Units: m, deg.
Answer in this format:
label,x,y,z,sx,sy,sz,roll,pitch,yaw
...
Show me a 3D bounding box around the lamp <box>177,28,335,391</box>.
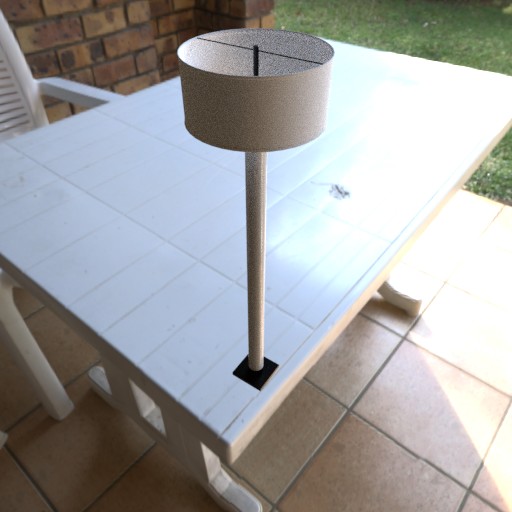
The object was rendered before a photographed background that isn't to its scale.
label,x,y,z,sx,sy,sz,roll,pitch,yaw
lamp,0.000,0.000,1.658,0.420,1.475,0.420,24,46,25
